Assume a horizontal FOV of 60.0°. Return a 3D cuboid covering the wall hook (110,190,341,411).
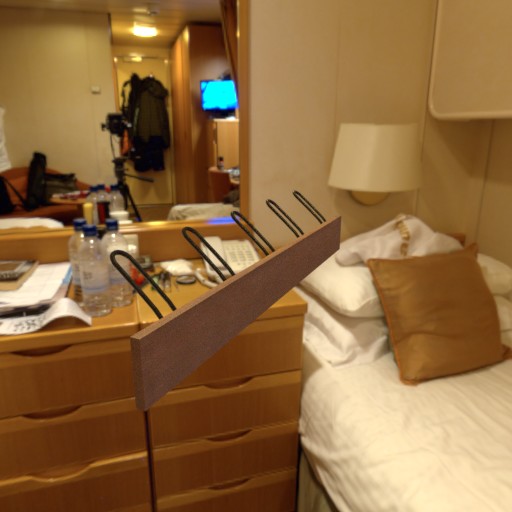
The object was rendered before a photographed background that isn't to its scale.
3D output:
[{"bbox_3d":[0.000,0.000,0.598,0.076,0.116,0.554,8,18,25],"label":"wall hook"}]
